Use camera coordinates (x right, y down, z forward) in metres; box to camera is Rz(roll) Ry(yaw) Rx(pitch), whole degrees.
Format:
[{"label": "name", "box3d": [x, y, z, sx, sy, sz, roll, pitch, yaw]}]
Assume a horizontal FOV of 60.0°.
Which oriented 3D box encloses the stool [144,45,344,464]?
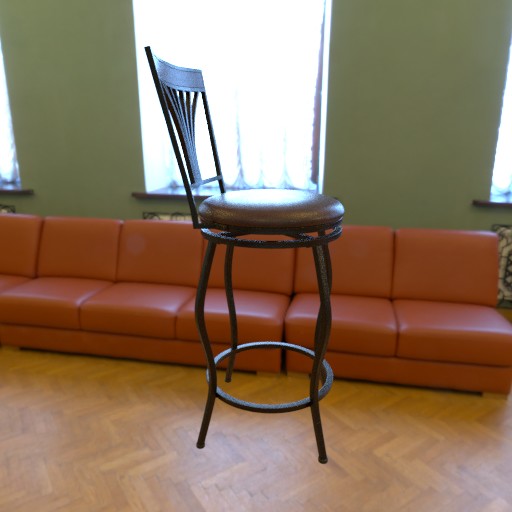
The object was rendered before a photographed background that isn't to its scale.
[{"label": "stool", "box3d": [0.000, 0.000, 1.352, 0.514, 1.117, 0.433, 3, 16, 9]}]
